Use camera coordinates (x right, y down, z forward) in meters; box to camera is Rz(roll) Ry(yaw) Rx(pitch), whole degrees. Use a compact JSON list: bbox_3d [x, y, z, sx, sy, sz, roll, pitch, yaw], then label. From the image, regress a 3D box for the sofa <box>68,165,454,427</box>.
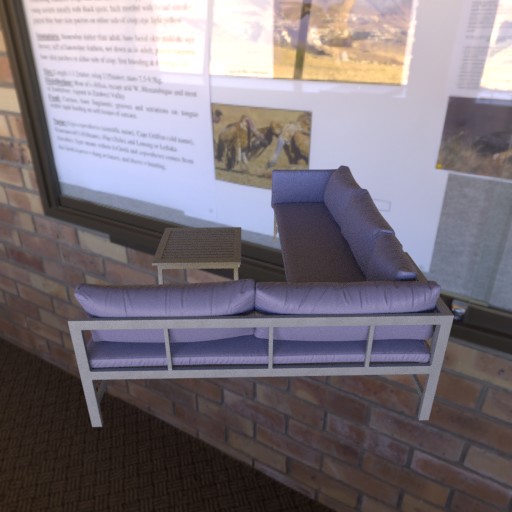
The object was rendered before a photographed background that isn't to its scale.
[{"bbox_3d":[0.000,0.000,2.964,1.658,0.762,2.149,-1,27,-1],"label":"sofa"}]
